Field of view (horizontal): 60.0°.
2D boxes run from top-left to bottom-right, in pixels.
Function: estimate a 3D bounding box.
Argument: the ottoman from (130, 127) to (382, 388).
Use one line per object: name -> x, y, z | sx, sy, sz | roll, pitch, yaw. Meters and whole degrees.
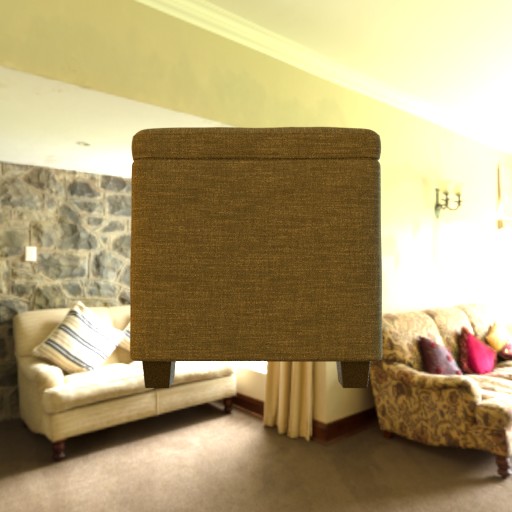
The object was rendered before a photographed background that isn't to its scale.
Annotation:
ottoman -> 0.000, 0.000, 1.131 | 0.419, 0.432, 0.902 | 0, -1, 0
